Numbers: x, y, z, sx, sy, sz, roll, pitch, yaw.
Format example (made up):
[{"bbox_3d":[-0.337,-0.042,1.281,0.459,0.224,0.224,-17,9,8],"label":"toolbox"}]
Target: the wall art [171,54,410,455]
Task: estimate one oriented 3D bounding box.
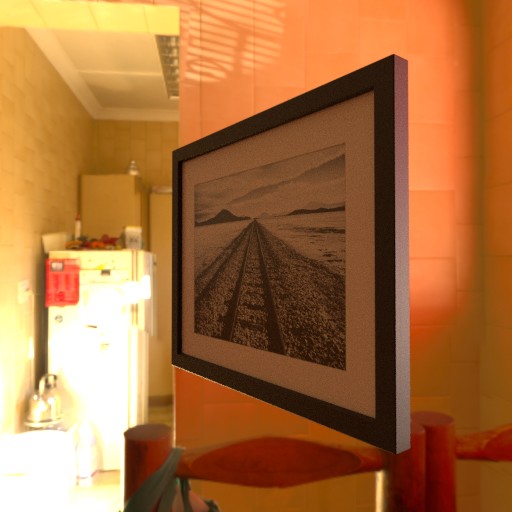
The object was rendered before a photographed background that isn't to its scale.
[{"bbox_3d":[0.000,0.000,0.735,0.029,0.458,0.559,1,-1,-37],"label":"wall art"}]
